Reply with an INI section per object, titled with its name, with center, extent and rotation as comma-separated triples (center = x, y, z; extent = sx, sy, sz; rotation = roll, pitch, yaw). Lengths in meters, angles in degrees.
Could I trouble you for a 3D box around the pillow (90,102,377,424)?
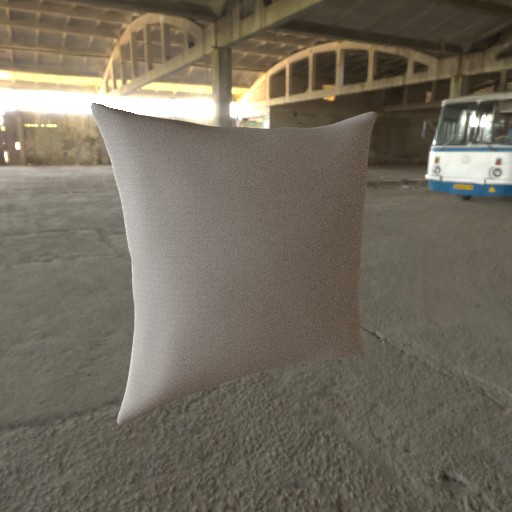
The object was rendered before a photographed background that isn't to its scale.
[pillow]
center = 0.000, 0.000, 0.776
extent = 0.512, 0.497, 0.204
rotation = -7, 16, -27
